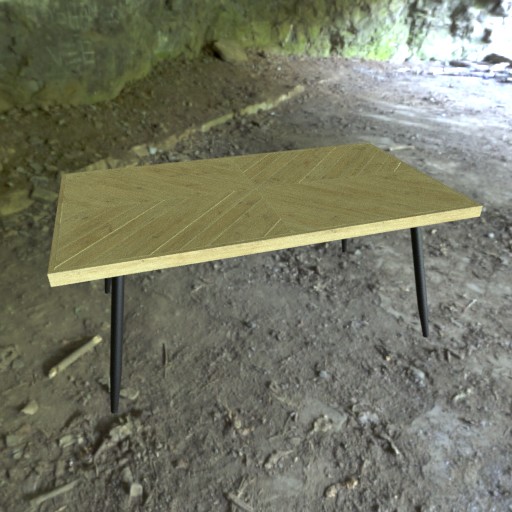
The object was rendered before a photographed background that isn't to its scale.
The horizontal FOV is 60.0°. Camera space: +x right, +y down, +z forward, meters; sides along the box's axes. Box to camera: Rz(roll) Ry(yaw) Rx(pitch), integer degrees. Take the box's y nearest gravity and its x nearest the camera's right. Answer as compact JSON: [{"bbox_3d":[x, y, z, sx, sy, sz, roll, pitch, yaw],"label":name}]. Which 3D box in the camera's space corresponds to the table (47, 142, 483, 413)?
[{"bbox_3d":[0.000,0.000,2.339,1.803,0.762,0.991,-9,32,-15],"label":"table"}]
